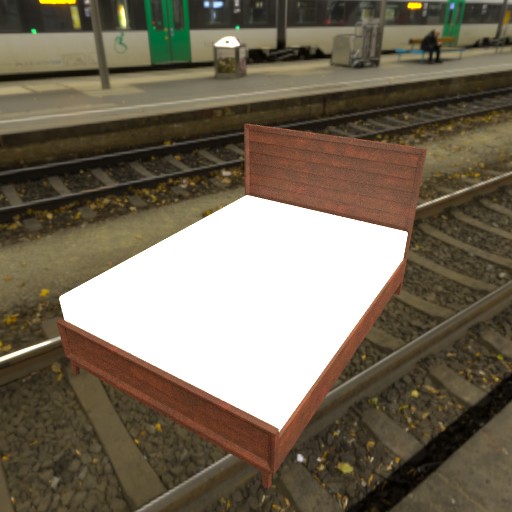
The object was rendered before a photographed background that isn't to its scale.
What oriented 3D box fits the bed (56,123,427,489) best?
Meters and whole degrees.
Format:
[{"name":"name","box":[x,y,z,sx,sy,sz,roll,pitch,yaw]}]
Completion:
[{"name":"bed","box":[0.000,0.000,3.135,1.600,1.270,2.184,17,33,28]}]
